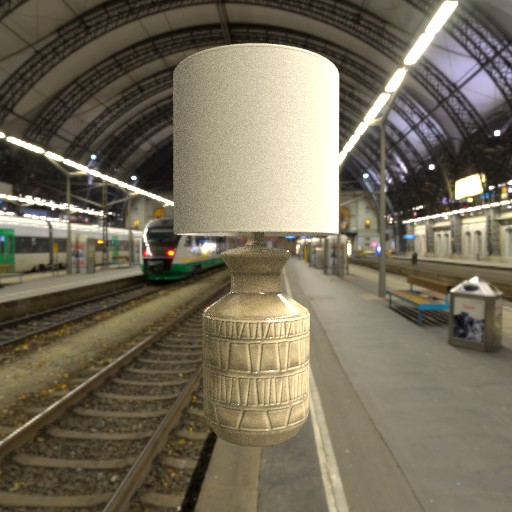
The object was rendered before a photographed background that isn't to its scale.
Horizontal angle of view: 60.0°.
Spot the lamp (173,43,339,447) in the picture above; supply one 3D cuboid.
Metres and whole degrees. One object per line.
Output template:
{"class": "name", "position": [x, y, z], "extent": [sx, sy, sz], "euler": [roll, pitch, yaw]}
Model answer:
{"class": "lamp", "position": [0.000, 0.000, 0.579], "extent": [0.211, 0.455, 0.211], "euler": [0, 1, -18]}
